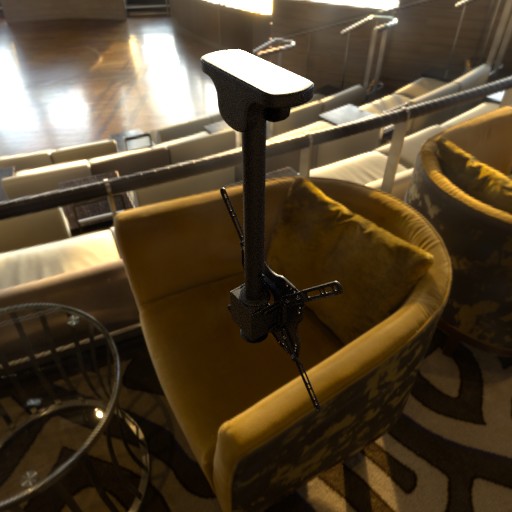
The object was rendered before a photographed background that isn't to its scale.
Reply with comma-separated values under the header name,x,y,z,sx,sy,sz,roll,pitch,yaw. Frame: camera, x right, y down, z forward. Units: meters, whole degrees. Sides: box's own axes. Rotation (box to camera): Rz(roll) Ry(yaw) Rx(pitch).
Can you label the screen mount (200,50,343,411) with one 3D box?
name,x,y,z,sx,sy,sz,roll,pitch,yaw
screen mount,0.000,0.000,0.890,0.090,0.729,0.393,-25,47,-26
